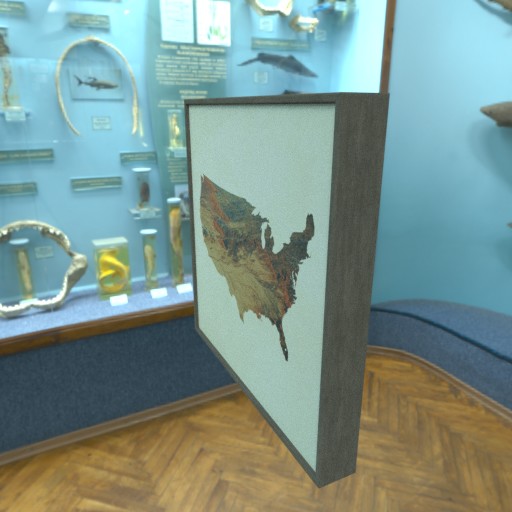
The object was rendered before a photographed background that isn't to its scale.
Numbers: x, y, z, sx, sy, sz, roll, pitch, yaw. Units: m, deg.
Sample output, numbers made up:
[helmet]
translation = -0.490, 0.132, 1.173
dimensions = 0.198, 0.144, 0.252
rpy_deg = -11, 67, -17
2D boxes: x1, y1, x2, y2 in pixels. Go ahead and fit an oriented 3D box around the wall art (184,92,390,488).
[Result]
[wall art]
translation = 0.000, 0.000, 0.447
dimensions = 0.038, 0.302, 0.303
rpy_deg = -9, 21, -25
